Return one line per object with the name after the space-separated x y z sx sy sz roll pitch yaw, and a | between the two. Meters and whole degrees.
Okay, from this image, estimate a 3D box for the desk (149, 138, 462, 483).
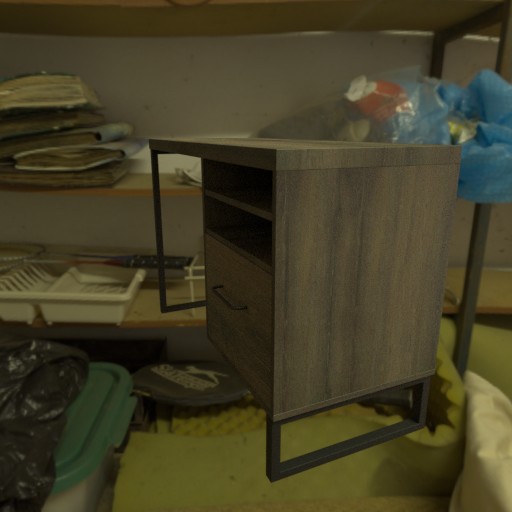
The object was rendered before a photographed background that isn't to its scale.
0.000 0.000 1.498 0.511 0.752 1.134 -7 17 -24 | desk
